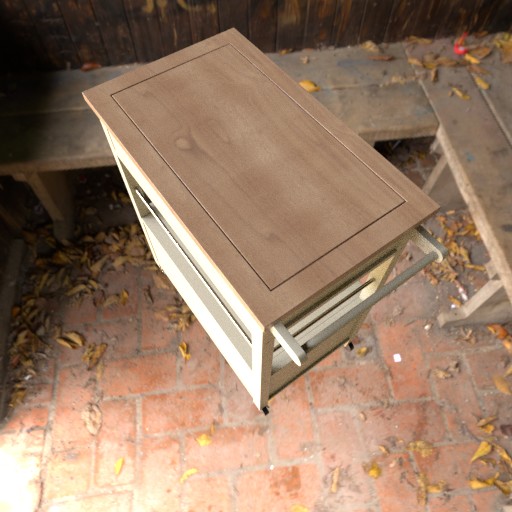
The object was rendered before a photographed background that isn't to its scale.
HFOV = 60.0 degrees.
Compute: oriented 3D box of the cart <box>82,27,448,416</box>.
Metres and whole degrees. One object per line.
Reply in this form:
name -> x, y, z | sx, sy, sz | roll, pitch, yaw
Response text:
cart -> 0.000, 0.000, 1.382 | 0.459, 0.901, 0.840 | -32, 65, -17
